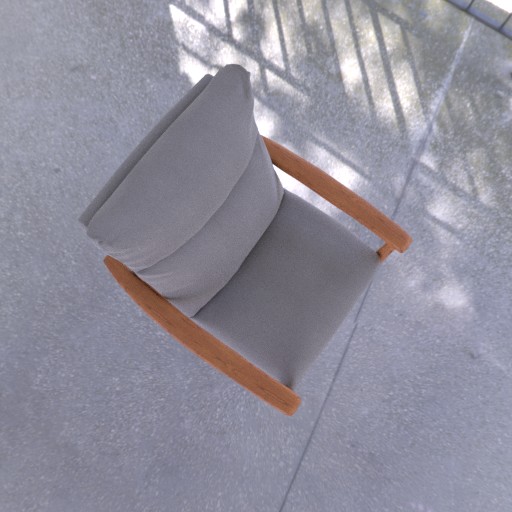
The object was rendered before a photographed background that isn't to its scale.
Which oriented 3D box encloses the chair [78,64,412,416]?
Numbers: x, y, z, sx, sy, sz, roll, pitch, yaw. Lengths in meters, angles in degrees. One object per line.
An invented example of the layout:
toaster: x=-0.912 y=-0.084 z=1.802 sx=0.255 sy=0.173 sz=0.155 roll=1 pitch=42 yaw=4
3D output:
chair: x=0.000 y=0.000 z=1.560 sx=0.816 sy=0.922 sz=0.782 roll=36 pitch=79 yaw=8
